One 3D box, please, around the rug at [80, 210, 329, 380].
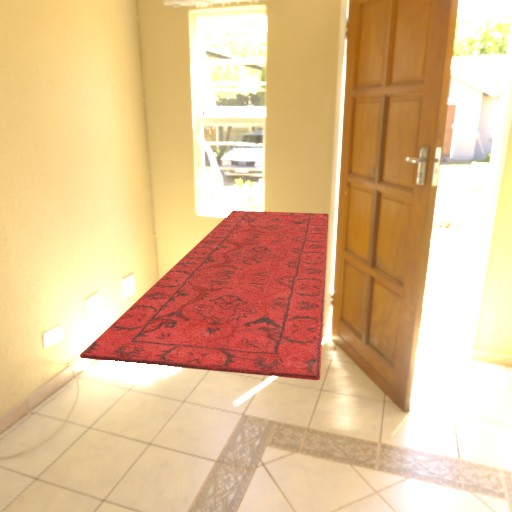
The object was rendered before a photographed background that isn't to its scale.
[{"bbox_3d":[0.000,0.000,2.588,0.813,0.018,2.439,3,18,9],"label":"rug"}]
